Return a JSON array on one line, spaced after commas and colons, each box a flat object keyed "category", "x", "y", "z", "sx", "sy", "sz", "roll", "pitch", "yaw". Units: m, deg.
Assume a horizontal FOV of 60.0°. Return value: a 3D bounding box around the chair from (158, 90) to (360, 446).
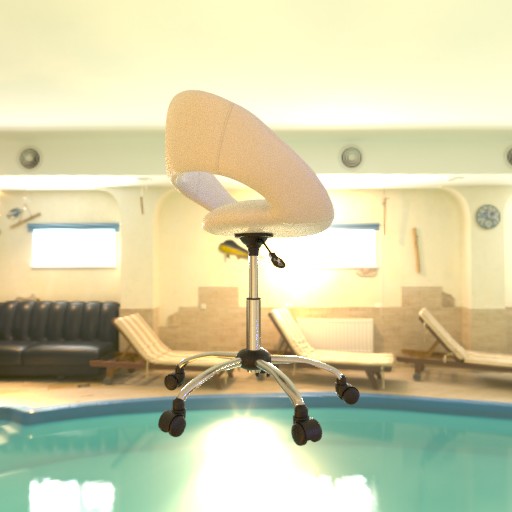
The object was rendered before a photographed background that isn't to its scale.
[{"category": "chair", "x": 0.000, "y": 0.000, "z": 1.189, "sx": 0.538, "sy": 0.791, "sz": 0.612, "roll": 0, "pitch": -1, "yaw": -18}]
